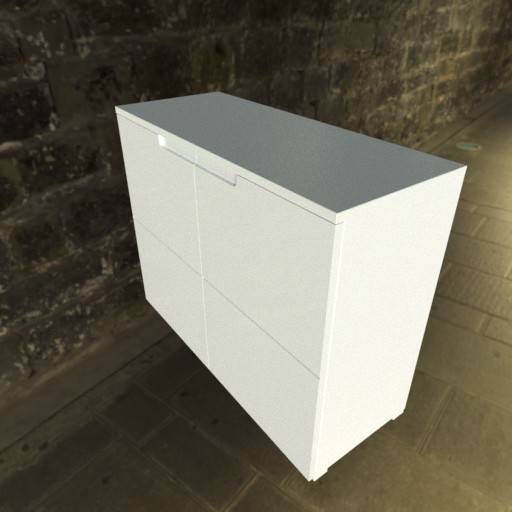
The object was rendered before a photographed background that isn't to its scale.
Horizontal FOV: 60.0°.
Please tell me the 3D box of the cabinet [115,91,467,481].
[{"bbox_3d":[0.000,0.000,1.411,0.400,0.800,1.000,-21,37,-31],"label":"cabinet"}]
